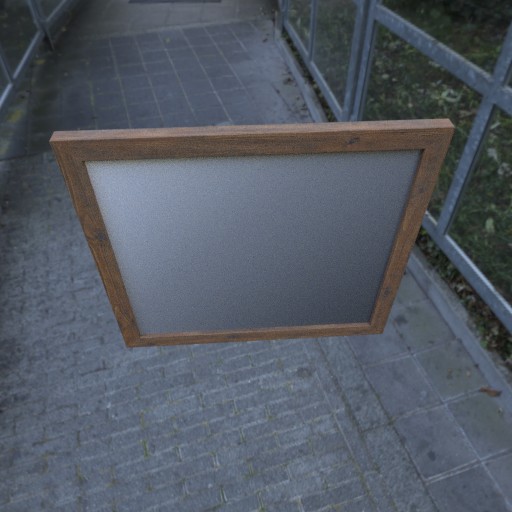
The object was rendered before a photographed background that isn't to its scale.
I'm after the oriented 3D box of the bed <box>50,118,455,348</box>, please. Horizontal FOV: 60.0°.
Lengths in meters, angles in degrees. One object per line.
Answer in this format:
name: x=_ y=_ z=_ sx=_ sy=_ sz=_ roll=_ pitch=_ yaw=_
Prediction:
bed: x=0.000 y=0.000 z=1.490 sx=1.046 sy=0.942 sz=0.046 roll=-3 pitch=45 yaw=-3
